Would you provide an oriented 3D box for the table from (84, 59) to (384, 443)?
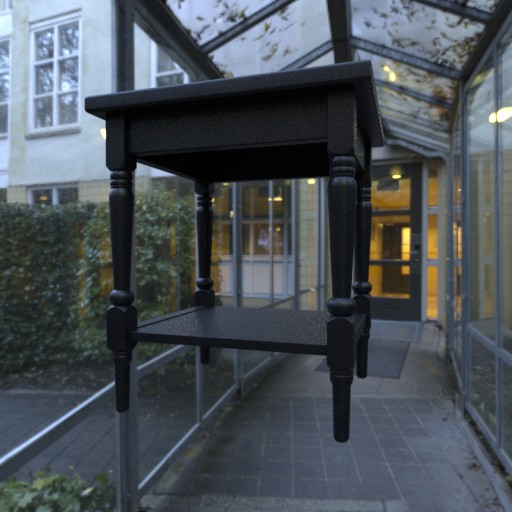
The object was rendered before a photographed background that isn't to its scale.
[{"bbox_3d":[0.000,0.000,0.912,0.488,0.565,0.442,0,1,18],"label":"table"}]
